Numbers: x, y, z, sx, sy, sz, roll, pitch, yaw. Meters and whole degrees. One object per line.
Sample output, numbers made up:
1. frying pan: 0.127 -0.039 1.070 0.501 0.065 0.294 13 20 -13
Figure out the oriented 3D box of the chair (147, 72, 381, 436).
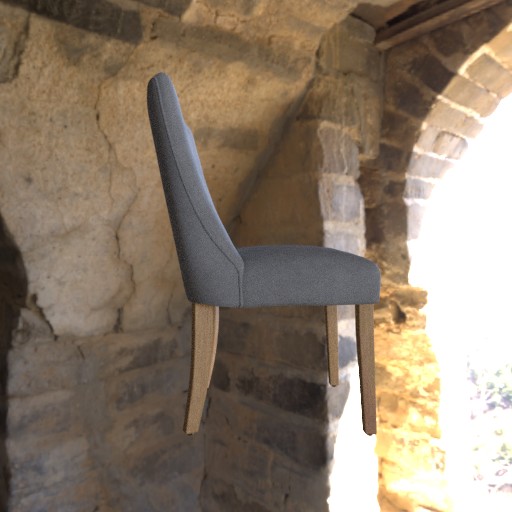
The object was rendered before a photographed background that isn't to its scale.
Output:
1. chair: 0.000 0.000 1.314 0.610 0.902 0.495 0 0 -2
